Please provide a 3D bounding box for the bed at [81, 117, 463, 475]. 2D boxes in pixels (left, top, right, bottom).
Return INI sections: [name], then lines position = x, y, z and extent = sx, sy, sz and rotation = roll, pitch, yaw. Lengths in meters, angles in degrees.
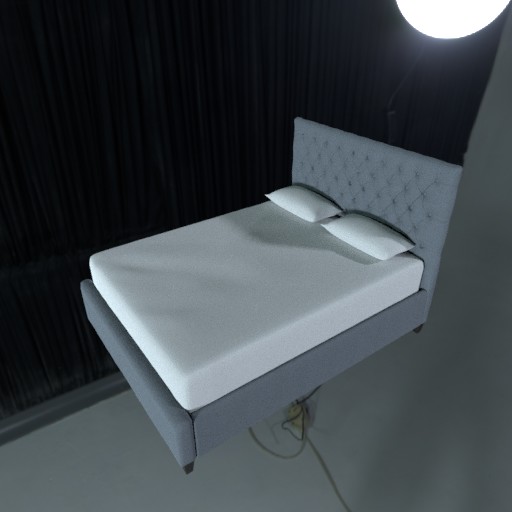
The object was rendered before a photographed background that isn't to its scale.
[bed]
position = 0.000, 0.000, 3.322
extent = 2.231, 1.427, 1.698
rotation = -20, 36, -30
